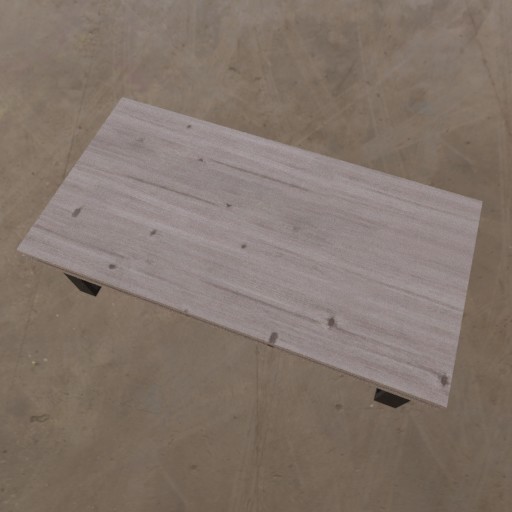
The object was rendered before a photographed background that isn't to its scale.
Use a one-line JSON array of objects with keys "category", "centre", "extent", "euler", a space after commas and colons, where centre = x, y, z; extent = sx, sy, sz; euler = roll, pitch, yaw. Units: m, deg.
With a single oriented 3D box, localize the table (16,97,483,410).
[{"category": "table", "centre": [0.000, 0.000, 1.637], "extent": [1.350, 0.450, 0.700], "euler": [19, 65, 9]}]
